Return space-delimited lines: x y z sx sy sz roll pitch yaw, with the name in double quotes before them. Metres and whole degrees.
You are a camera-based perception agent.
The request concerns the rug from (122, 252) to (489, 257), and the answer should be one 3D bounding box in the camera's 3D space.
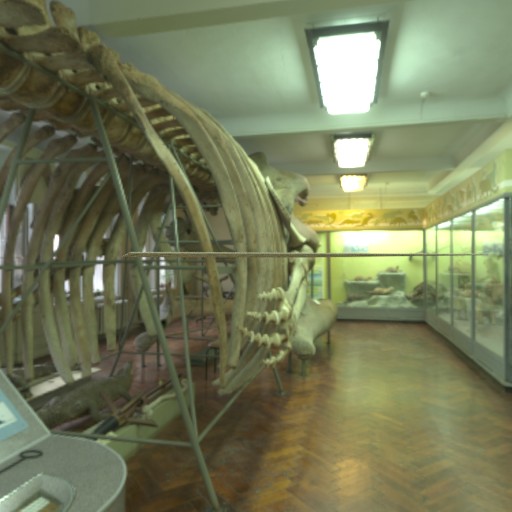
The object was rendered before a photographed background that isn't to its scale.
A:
"rug" 0.000 0.000 4.085 2.330 0.010 3.061 0 -1 -18
